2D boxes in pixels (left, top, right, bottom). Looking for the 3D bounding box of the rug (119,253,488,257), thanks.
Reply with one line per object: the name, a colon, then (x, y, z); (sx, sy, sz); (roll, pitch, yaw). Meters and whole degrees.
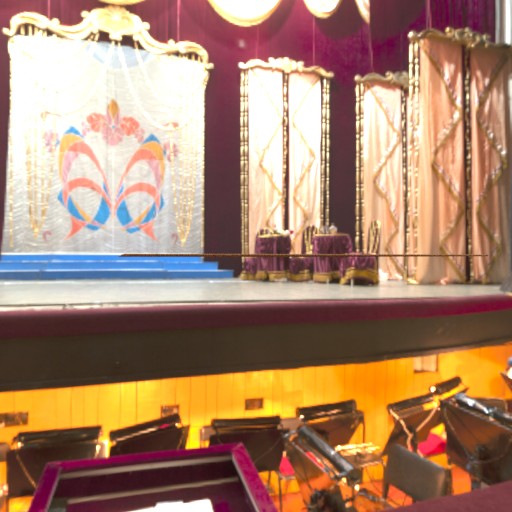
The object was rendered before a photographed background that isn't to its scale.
rug: (0.000, 0.000, 4.139); (2.439, 0.013, 3.048); (0, 0, -17)
